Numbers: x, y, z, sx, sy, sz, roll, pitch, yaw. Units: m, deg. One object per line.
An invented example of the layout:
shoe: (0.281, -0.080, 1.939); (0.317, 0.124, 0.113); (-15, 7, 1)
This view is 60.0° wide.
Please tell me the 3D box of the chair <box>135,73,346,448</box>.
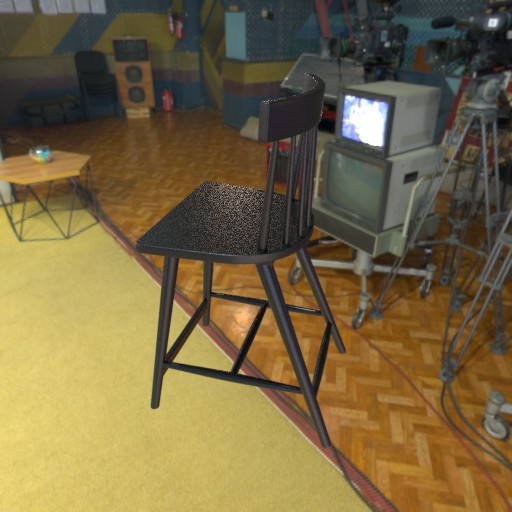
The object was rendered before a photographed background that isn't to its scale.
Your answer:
chair: (0.000, 0.000, 1.299); (0.572, 0.952, 0.483); (8, 30, 14)
